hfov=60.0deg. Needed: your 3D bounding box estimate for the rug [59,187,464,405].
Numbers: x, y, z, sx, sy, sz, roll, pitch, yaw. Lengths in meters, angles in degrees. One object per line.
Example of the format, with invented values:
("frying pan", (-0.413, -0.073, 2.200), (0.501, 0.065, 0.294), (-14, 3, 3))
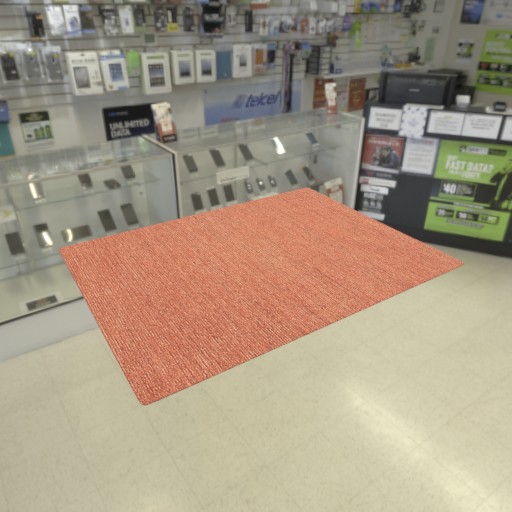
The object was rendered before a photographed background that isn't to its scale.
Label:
("rug", (0.000, 0.000, 2.861), (2.112, 0.009, 1.594), (-18, 34, -28))
